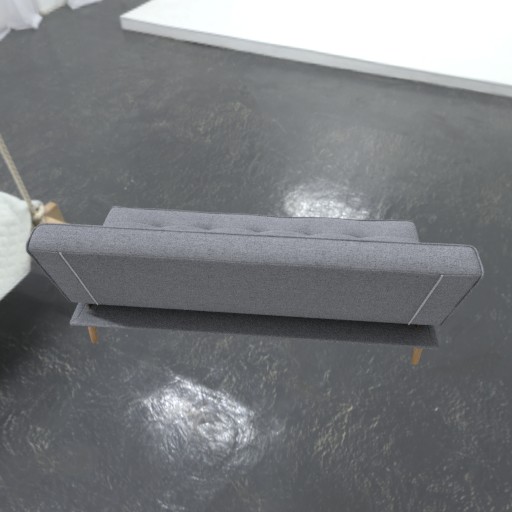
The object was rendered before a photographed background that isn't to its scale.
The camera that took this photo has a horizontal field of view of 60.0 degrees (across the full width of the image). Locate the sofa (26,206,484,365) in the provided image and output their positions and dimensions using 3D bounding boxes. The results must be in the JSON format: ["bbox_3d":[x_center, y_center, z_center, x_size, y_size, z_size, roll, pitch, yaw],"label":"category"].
[{"bbox_3d":[0.000,0.000,2.287,1.820,0.830,0.810,3,46,3],"label":"sofa"}]
